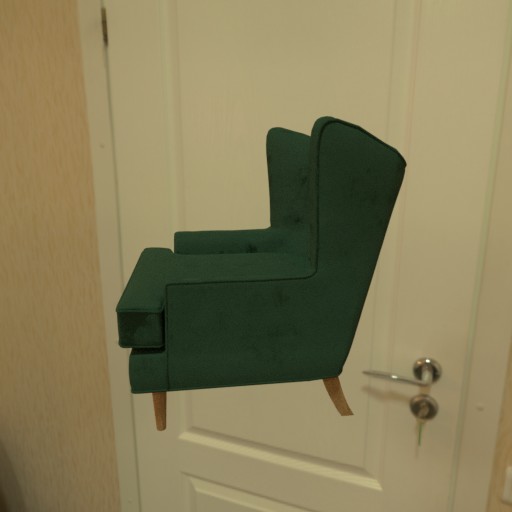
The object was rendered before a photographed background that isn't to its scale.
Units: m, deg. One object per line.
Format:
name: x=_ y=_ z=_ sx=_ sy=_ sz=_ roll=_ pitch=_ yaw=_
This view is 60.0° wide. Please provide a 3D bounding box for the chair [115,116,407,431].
chair: x=0.000 y=0.000 z=1.648 sx=0.910 sy=0.952 sz=0.793 roll=-2 pitch=14 yaw=-8
